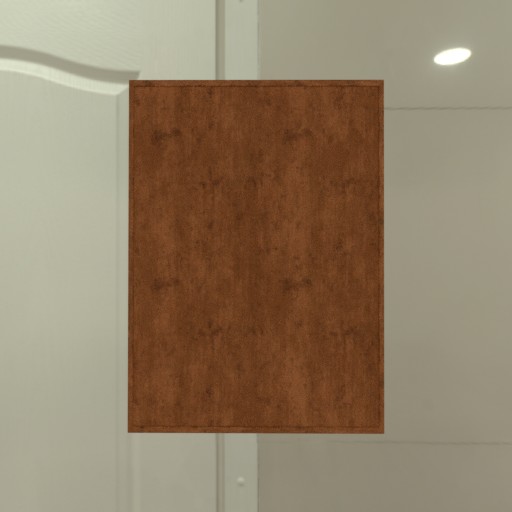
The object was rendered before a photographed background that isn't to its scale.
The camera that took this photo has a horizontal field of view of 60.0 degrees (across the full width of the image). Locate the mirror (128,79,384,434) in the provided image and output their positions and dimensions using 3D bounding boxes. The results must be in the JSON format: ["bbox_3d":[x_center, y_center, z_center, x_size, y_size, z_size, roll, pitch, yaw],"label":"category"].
[{"bbox_3d":[0.000,0.000,1.389,0.796,1.099,0.028,0,-1,0],"label":"mirror"}]
